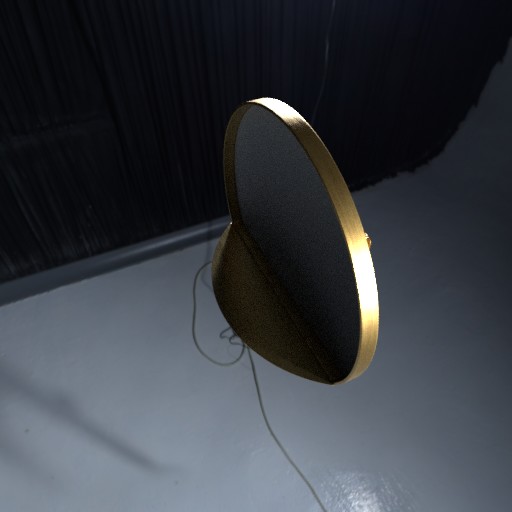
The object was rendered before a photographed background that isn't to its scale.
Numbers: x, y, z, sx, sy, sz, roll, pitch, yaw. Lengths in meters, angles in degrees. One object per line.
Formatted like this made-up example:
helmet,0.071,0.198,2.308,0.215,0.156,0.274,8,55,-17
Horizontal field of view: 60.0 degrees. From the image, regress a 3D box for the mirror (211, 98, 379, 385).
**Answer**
mirror,0.000,0.000,0.704,0.133,0.457,0.457,-19,50,-17
